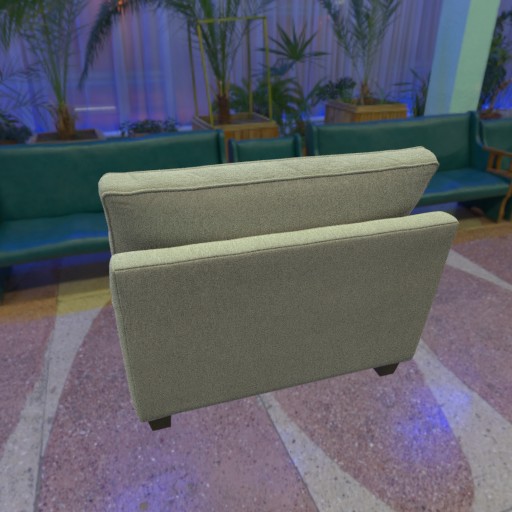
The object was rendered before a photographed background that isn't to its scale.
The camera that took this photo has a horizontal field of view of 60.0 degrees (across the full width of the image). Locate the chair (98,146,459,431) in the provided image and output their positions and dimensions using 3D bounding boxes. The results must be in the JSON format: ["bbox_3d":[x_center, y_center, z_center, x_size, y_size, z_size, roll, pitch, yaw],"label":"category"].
[{"bbox_3d":[0.000,0.000,1.970,1.220,1.016,1.041,-8,28,-16],"label":"chair"}]
